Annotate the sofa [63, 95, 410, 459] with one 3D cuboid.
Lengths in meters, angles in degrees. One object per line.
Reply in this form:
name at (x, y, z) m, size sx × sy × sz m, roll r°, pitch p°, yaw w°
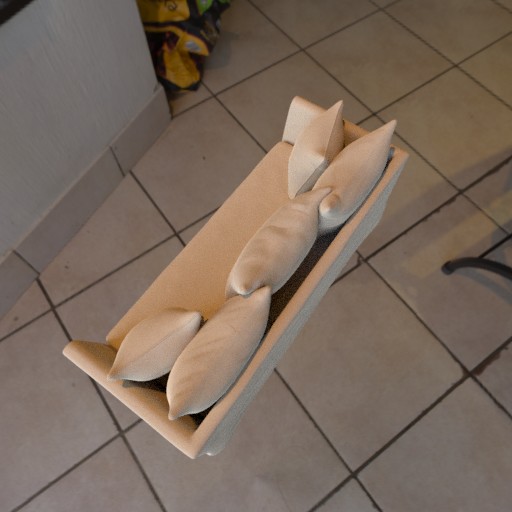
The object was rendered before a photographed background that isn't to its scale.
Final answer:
sofa at (0.000, 0.000, 3.079) m, size 1.046 × 1.047 × 2.499 m, roll 33°, pitch 68°, yaw 15°
